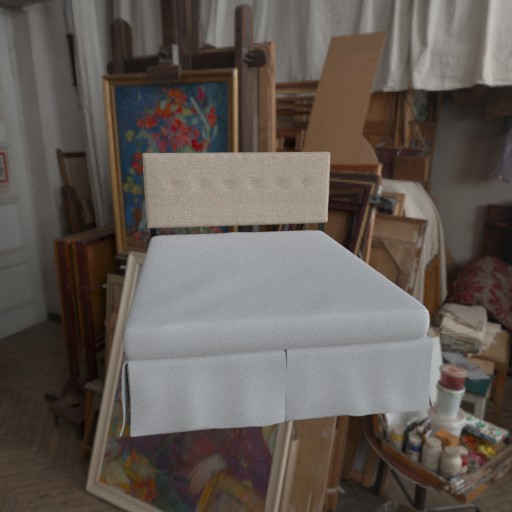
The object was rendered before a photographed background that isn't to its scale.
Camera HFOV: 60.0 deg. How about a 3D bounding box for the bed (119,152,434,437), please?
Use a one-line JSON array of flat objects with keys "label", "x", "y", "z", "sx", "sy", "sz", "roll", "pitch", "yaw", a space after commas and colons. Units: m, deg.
[{"label": "bed", "x": 0.000, "y": 0.000, "z": 2.984, "sx": 1.643, "sy": 1.270, "sz": 1.978, "roll": -2, "pitch": 16, "yaw": -9}]
